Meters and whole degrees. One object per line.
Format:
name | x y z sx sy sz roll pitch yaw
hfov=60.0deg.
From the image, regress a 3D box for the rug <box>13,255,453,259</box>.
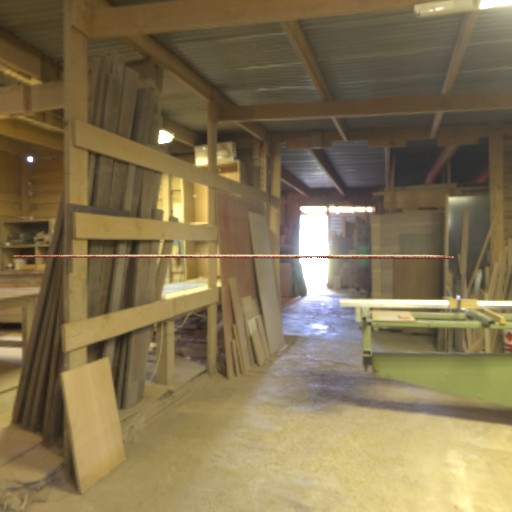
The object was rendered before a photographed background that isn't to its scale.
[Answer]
rug | 0.000 0.000 4.005 3.050 0.016 2.441 0 0 19
